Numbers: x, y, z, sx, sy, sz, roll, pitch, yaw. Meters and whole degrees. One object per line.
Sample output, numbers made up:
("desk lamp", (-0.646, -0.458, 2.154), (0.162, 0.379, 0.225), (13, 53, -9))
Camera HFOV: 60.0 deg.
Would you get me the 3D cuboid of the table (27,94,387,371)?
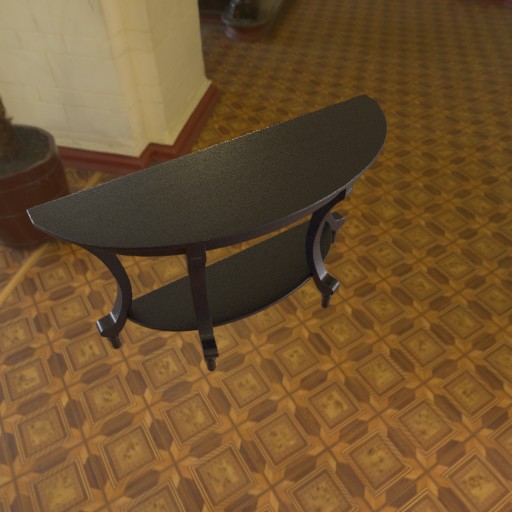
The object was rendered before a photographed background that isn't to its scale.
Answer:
("table", (0.000, 0.000, 1.537), (1.198, 0.692, 0.394), (-25, 52, -22))
